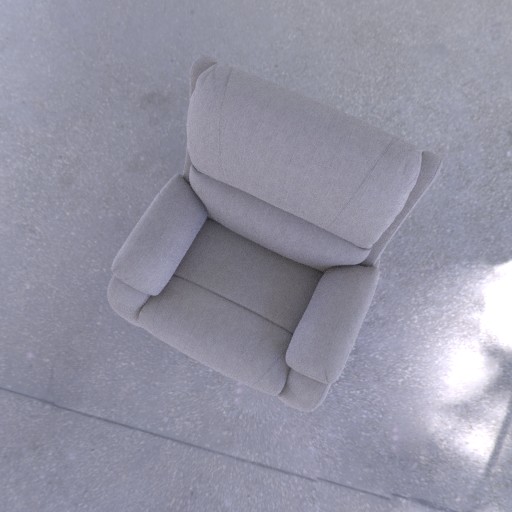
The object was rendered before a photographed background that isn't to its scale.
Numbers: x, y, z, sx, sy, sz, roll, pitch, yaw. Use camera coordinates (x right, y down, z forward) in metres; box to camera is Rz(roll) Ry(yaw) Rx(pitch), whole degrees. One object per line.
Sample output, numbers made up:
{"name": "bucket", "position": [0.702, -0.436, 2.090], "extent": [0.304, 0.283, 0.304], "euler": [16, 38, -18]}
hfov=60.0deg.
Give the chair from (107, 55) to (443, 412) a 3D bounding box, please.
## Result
{"name": "chair", "position": [0.000, 0.000, 1.700], "extent": [0.930, 1.011, 0.899], "euler": [26, 76, 7]}
